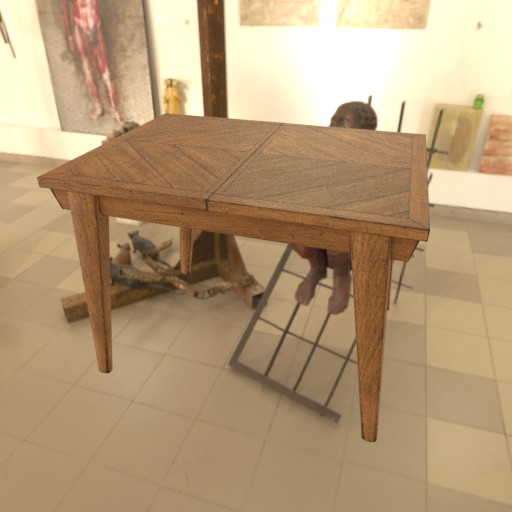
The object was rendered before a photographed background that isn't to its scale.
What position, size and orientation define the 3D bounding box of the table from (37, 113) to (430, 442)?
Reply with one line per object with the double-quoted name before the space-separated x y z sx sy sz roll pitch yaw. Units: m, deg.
"table" 0.000 0.000 1.594 1.027 0.760 0.757 9 33 15
